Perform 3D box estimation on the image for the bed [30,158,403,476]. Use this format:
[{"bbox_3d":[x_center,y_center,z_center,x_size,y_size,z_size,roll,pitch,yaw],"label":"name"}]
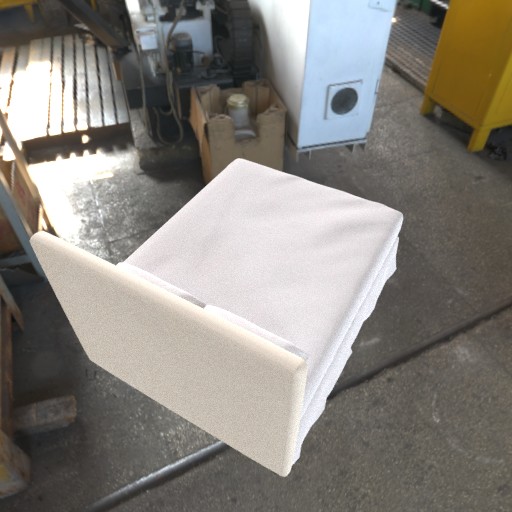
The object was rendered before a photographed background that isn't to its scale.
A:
[{"bbox_3d":[0.000,0.000,3.200,1.713,1.330,2.142,23,50,21],"label":"bed"}]
